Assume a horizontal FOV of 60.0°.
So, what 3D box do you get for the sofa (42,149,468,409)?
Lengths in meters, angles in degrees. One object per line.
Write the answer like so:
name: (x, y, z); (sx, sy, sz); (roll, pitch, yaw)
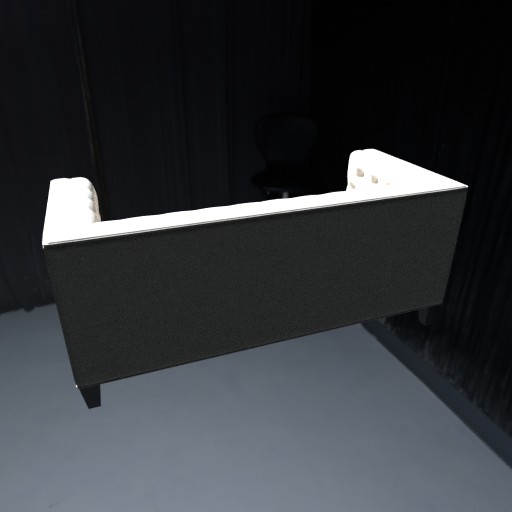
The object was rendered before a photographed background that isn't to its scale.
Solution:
sofa: (0.000, 0.000, 2.211); (1.778, 0.762, 0.775); (-9, 28, -18)
